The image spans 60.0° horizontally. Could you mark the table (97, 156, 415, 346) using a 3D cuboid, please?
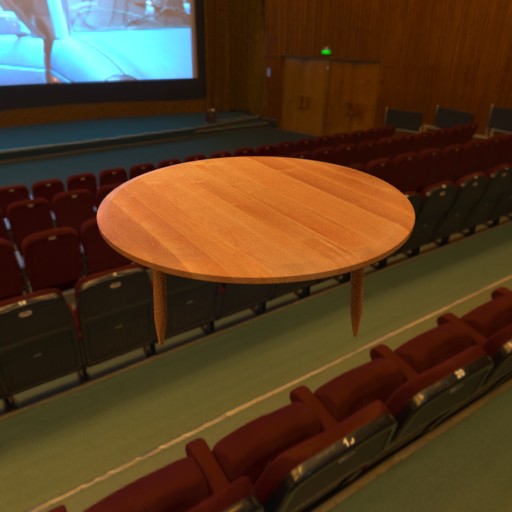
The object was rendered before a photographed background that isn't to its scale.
[{"bbox_3d":[0.000,0.000,1.406,0.900,0.400,0.900,0,28,0],"label":"table"}]
